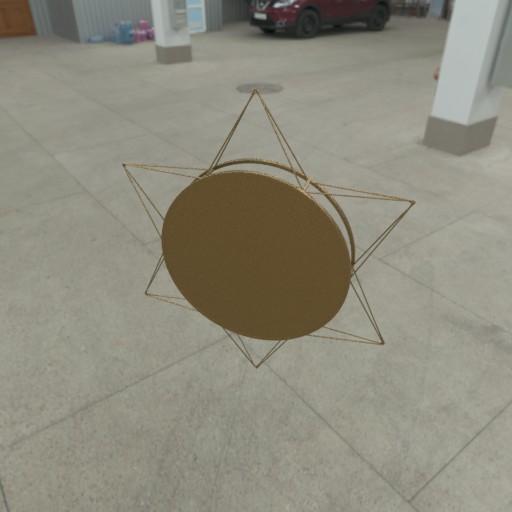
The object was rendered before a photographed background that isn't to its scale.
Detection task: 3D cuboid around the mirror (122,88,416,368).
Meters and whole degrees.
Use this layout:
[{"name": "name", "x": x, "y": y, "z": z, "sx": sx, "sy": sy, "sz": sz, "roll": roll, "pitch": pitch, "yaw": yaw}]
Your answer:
[{"name": "mirror", "x": 0.000, "y": 0.000, "z": 0.801, "sx": 0.498, "sy": 0.581, "sz": 0.062, "roll": 10, "pitch": 34, "yaw": 15}]
